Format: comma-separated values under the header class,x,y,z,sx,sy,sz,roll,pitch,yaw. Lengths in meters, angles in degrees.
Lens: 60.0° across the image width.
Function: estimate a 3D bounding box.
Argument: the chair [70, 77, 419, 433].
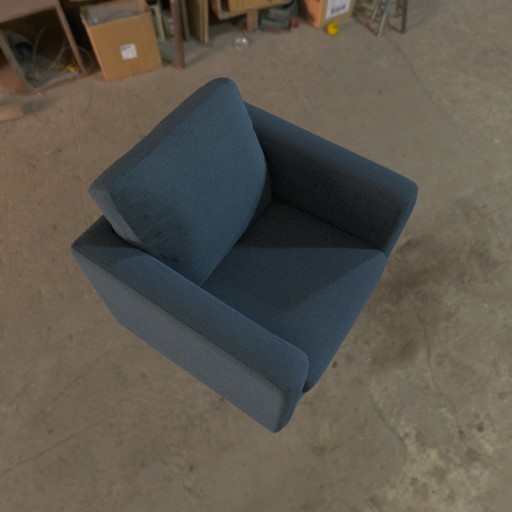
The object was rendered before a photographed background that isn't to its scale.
class,x,y,z,sx,sy,sz,roll,pitch,yaw
chair,0.000,0.000,1.597,0.820,0.922,0.855,30,63,17
